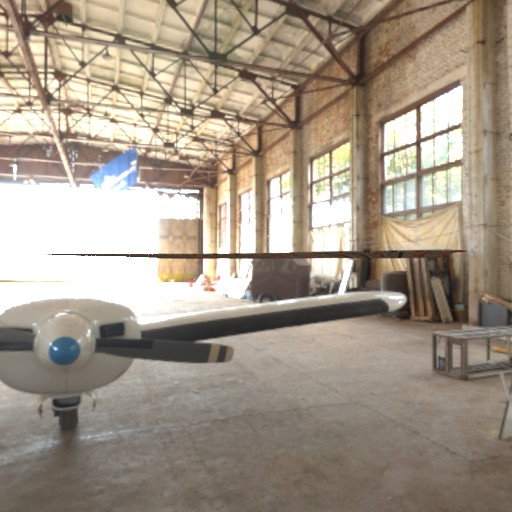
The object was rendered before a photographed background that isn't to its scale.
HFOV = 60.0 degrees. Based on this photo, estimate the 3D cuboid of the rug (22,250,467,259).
[{"bbox_3d":[0.000,0.000,2.302,1.835,0.017,1.220,0,-1,17],"label":"rug"}]
